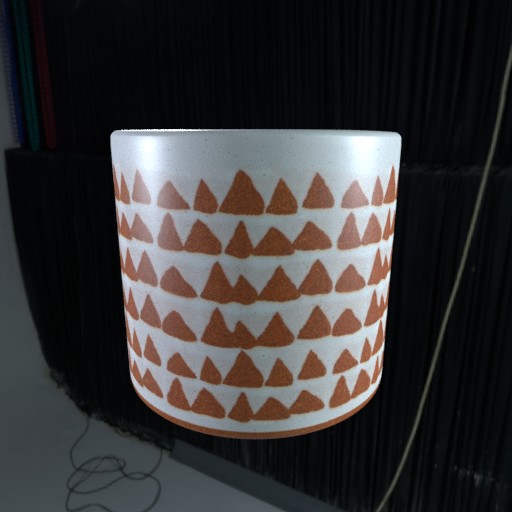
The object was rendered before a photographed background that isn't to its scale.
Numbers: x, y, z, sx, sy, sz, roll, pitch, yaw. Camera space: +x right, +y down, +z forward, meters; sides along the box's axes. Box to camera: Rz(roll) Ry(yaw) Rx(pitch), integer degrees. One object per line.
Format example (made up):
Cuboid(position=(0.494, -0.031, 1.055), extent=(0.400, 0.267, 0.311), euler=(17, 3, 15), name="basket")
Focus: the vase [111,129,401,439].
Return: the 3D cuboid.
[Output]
Cuboid(position=(0.000, 0.000, 0.234), extent=(0.137, 0.127, 0.137), euler=(0, 15, 0), name="vase")
